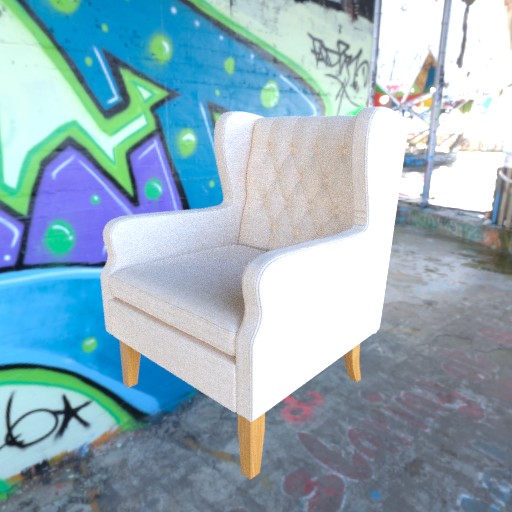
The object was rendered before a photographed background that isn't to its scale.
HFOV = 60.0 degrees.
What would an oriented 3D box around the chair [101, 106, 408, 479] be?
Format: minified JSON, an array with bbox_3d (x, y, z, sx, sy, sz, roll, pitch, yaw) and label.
[{"bbox_3d":[0.000,0.000,1.466,0.710,0.930,0.760,15,22,42],"label":"chair"}]
